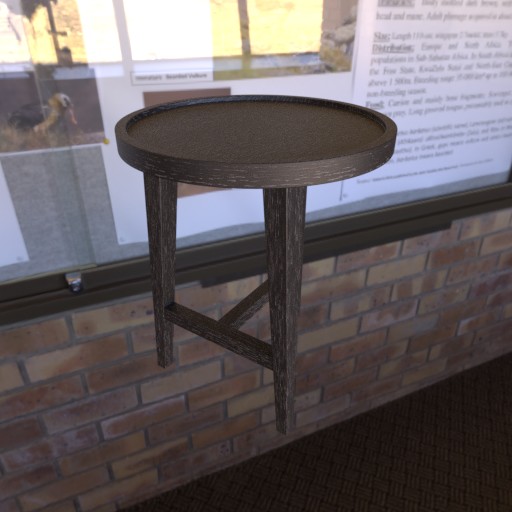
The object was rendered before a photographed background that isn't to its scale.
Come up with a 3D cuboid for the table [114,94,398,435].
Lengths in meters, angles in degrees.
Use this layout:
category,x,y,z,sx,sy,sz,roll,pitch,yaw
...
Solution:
category,x,y,z,sx,sy,sz,roll,pitch,yaw
table,0.000,0.000,0.762,0.399,0.460,0.399,0,30,0
